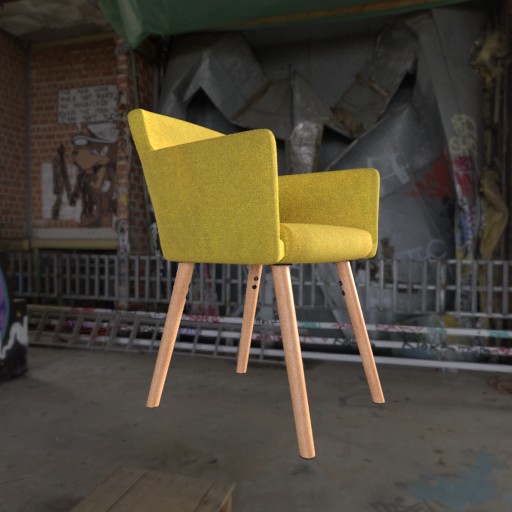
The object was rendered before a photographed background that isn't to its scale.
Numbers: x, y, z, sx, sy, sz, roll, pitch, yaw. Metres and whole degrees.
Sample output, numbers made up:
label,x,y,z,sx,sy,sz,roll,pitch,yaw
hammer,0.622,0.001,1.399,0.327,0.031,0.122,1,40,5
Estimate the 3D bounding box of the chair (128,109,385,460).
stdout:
label,x,y,z,sx,sy,sz,roll,pitch,yaw
chair,0.000,0.000,1.182,0.570,0.780,0.570,1,2,36
